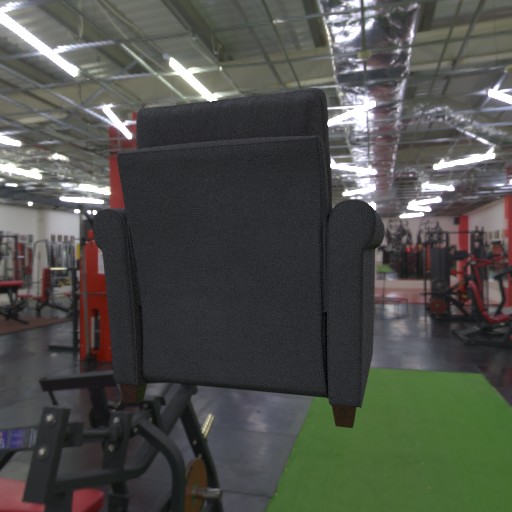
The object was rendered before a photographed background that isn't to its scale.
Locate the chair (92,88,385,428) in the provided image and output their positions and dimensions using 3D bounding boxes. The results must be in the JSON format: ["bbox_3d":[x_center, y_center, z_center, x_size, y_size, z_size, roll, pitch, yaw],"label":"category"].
[{"bbox_3d":[0.000,0.000,1.580,0.867,0.942,0.828,0,0,17],"label":"chair"}]
